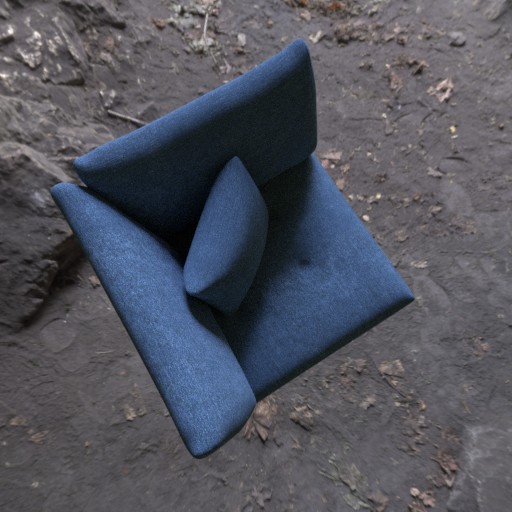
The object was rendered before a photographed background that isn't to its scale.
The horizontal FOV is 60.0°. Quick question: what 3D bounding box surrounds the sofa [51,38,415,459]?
[{"bbox_3d":[0.000,0.000,1.728,1.000,0.820,1.000,-31,78,-7],"label":"sofa"}]
